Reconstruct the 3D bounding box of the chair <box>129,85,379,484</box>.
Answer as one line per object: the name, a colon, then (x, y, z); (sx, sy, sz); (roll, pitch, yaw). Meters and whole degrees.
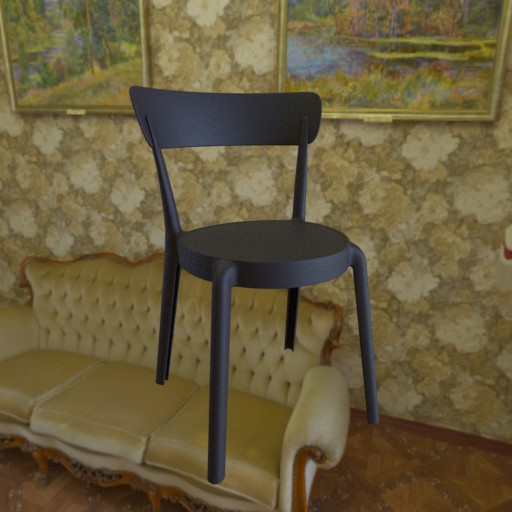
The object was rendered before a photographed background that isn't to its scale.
chair: (0.000, 0.000, 1.091); (0.506, 0.790, 0.491); (-8, 19, -26)
